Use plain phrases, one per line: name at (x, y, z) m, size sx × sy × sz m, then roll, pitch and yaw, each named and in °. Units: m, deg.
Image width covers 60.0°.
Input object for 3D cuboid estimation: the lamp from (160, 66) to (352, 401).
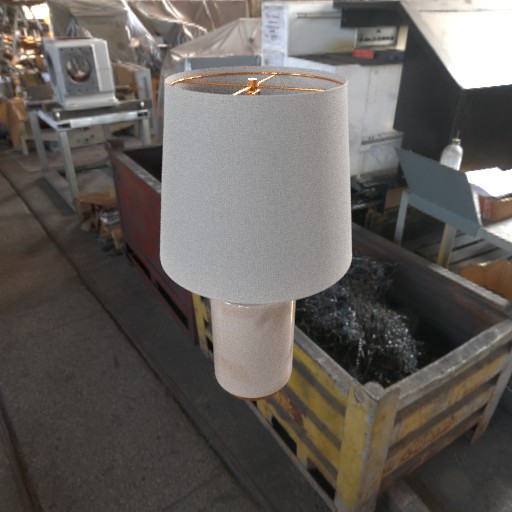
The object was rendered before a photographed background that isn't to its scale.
lamp at (0.000, 0.000, 0.451) m, size 0.189 × 0.340 × 0.189 m, roll 0°, pitch 30°, yaw 0°
